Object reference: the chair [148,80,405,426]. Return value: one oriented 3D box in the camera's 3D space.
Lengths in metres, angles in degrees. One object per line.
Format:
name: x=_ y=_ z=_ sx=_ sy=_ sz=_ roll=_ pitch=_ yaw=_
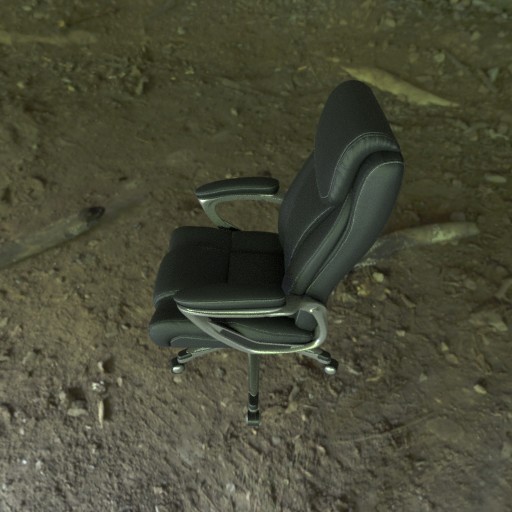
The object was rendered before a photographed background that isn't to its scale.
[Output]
chair: x=0.000 y=0.000 z=1.642 sx=0.784 sy=1.167 sz=0.741 roll=0 pitch=41 yaw=0
